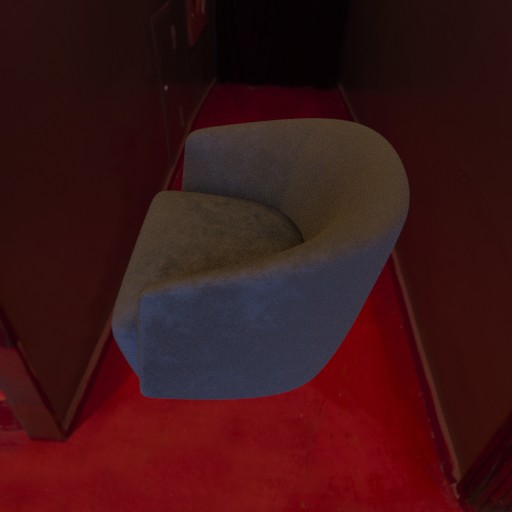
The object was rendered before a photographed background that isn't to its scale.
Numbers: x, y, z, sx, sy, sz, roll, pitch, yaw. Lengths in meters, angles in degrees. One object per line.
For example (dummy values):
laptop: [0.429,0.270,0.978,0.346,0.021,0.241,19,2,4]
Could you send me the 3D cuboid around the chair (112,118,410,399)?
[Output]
chair: [0.000,0.000,1.370,0.767,0.698,0.773,1,42,1]
